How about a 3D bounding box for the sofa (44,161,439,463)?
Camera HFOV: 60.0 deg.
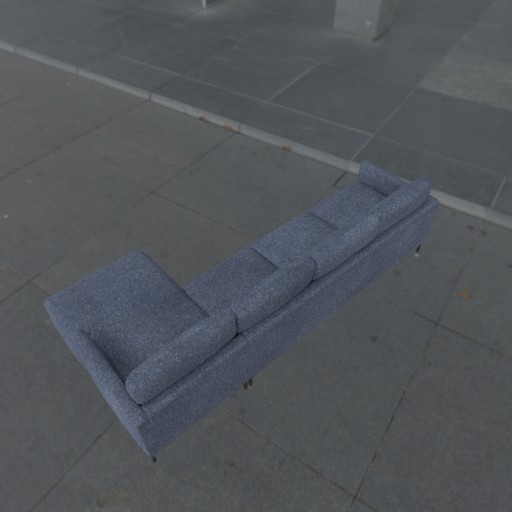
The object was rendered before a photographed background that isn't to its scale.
[{"bbox_3d":[0.000,0.000,3.490,2.932,0.810,1.350,-32,54,-27],"label":"sofa"}]
